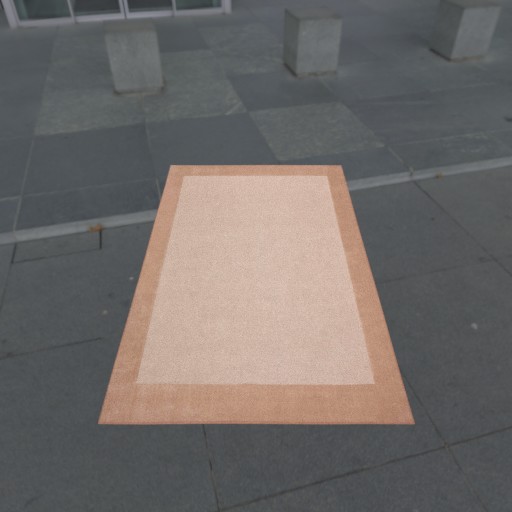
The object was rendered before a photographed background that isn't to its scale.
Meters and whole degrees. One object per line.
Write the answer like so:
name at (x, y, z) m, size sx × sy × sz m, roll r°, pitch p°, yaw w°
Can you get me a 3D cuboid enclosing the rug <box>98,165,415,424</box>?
rug at (0.000, 0.000, 3.041) m, size 1.524 × 0.014 × 2.438 m, roll 0°, pitch 41°, yaw 0°
